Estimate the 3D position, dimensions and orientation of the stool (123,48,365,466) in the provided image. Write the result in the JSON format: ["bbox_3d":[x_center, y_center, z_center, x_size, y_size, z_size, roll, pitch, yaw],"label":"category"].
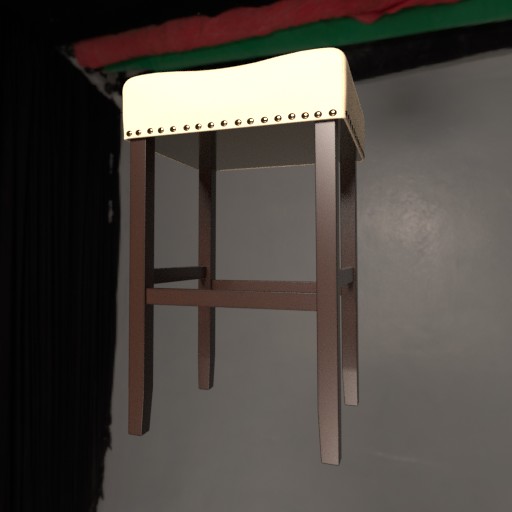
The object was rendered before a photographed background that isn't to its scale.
[{"bbox_3d":[0.000,0.000,1.046,0.471,0.762,0.401,0,0,19],"label":"stool"}]
